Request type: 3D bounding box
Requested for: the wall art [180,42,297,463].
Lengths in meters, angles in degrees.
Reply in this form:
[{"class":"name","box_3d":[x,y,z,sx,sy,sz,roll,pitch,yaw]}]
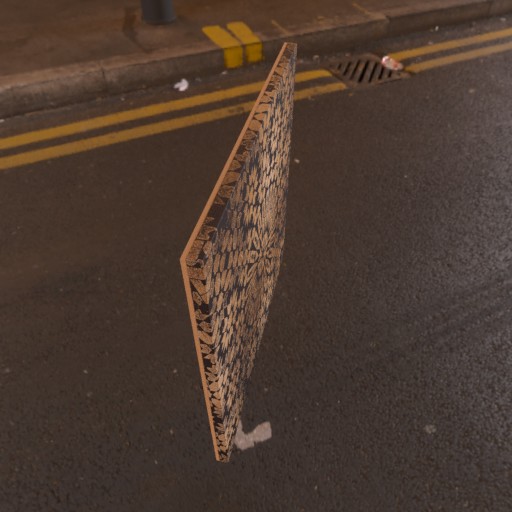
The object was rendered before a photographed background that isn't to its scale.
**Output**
[{"class":"wall art","box_3d":[0.000,0.000,1.346,0.038,0.914,0.914,10,47,9]}]
